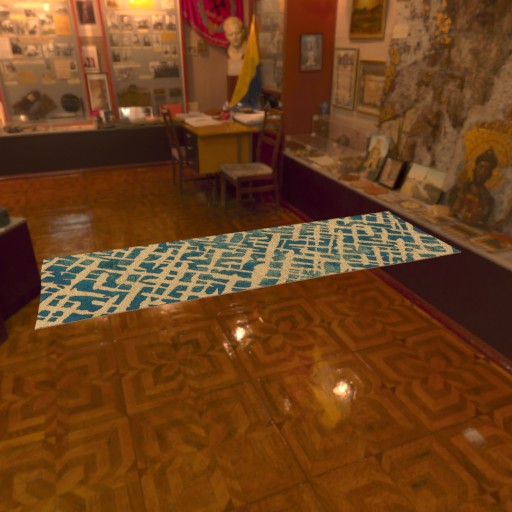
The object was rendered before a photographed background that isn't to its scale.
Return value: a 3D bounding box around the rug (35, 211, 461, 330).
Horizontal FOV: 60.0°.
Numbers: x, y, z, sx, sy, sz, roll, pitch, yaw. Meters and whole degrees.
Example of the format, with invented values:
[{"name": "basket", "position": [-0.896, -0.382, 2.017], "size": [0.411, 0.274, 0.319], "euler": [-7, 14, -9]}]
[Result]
[{"name": "rug", "position": [0.000, 0.000, 2.717], "size": [2.446, 0.011, 0.768], "euler": [-9, 27, -18]}]
